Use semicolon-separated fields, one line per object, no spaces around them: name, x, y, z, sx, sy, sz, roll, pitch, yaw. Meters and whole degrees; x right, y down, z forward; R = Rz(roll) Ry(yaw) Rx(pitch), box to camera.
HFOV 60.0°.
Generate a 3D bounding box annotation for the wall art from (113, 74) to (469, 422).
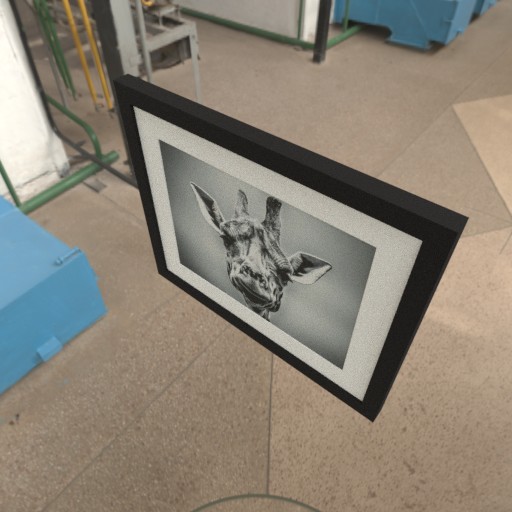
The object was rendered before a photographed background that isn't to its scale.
wall art;0.000;0.000;0.748;0.558;0.457;0.031;30;53;26
